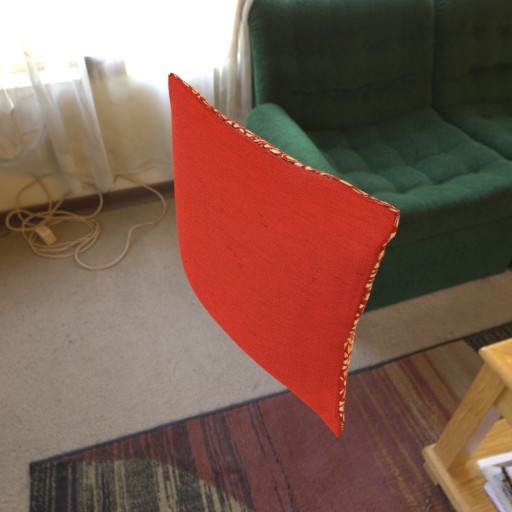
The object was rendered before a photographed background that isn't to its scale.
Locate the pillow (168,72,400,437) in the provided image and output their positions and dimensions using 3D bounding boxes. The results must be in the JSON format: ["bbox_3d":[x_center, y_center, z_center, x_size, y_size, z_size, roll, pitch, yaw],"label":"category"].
[{"bbox_3d":[0.000,0.000,0.666,0.162,0.419,0.438,-26,48,-26],"label":"pillow"}]
